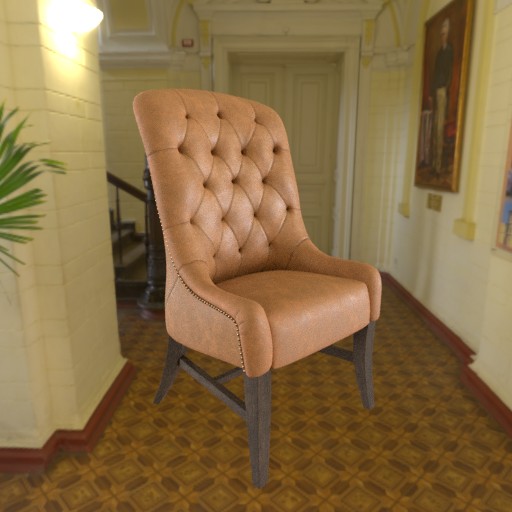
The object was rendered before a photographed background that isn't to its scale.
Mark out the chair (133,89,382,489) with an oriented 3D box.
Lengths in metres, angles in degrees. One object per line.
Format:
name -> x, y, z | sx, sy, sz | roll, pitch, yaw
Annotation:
chair -> 0.000, 0.000, 1.478 | 0.634, 1.091, 0.629 | -12, 18, -43
